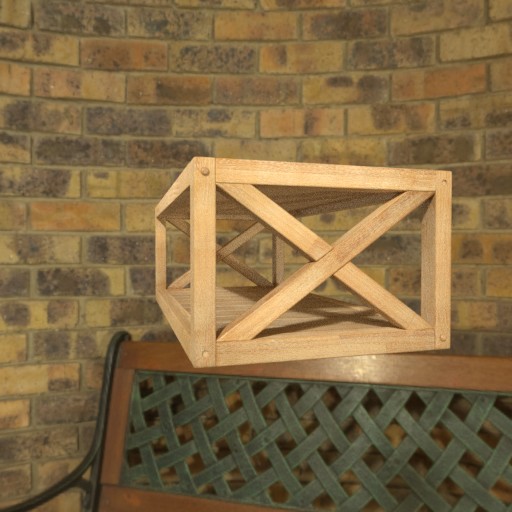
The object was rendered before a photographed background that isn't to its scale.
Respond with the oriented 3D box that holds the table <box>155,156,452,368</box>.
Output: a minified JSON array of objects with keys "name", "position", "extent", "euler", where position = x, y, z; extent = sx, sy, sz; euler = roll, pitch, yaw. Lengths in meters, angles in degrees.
[{"name":"table","position":[0.000,0.000,1.669],"extent":[0.660,0.457,1.321],"euler":[0,1,-16]}]
